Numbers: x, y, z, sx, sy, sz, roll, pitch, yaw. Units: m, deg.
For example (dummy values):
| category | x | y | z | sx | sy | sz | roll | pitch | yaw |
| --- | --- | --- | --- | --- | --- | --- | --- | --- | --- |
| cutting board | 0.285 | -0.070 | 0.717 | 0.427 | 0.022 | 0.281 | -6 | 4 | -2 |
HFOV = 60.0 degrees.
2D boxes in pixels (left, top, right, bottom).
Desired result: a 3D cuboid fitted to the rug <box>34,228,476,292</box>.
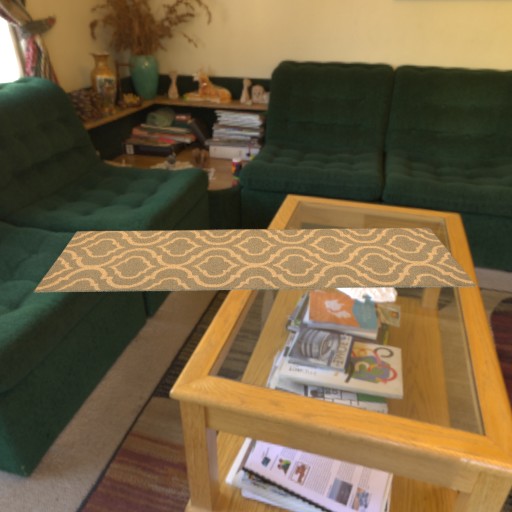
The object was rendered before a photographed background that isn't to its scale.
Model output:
| category | x | y | z | sx | sy | sz | roll | pitch | yaw |
| --- | --- | --- | --- | --- | --- | --- | --- | --- | --- |
| rug | 0.000 | 0.000 | 2.566 | 2.275 | 0.009 | 0.684 | -1 | 30 | -1 |
